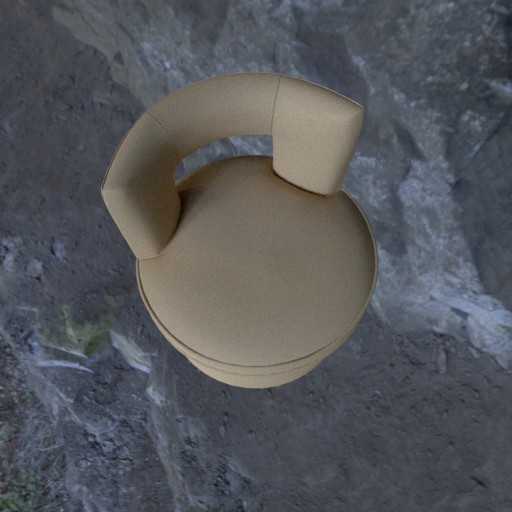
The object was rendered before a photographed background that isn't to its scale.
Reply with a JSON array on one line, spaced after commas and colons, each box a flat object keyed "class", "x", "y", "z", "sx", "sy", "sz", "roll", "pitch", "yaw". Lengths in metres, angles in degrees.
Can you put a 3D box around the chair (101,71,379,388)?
[{"class": "chair", "x": 0.000, "y": 0.000, "z": 1.234, "sx": 0.650, "sy": 0.723, "sz": 0.665, "roll": -20, "pitch": 65, "yaw": -10}]
